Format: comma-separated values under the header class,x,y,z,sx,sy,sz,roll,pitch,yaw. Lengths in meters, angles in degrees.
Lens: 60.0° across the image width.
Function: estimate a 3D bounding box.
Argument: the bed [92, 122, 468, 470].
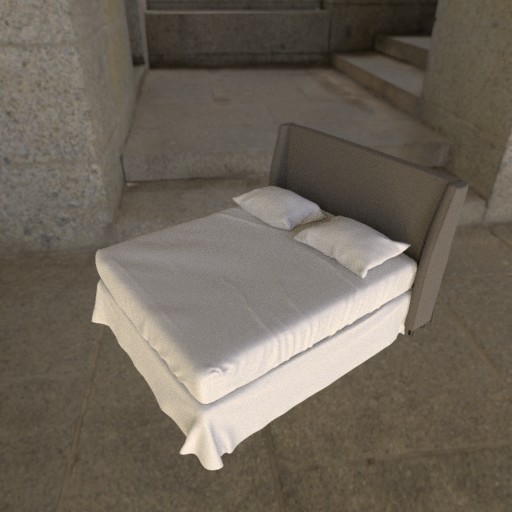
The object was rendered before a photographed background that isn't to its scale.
class,x,y,z,sx,sy,sz,roll,pitch,yaw
bed,0.000,0.000,3.458,2.276,1.332,1.925,-22,38,-30
